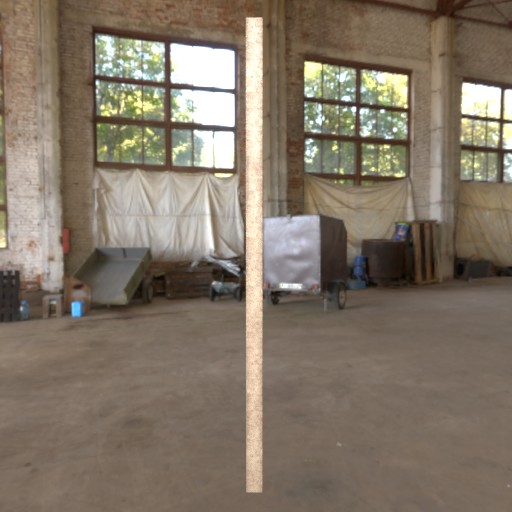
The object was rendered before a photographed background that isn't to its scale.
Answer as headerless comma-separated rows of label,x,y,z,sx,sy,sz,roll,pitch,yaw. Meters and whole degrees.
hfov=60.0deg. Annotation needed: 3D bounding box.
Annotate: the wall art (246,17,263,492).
wall art,0.000,0.000,1.684,0.051,1.461,0.648,0,3,1
